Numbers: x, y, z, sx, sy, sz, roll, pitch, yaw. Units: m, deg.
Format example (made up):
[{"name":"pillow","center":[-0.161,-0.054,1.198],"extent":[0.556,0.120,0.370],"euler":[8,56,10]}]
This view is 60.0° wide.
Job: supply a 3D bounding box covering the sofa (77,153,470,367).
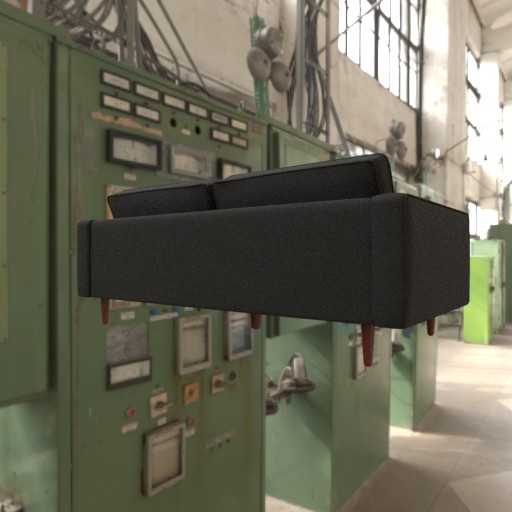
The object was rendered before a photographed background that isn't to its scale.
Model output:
[{"name":"sofa","center":[0.000,0.000,2.296],"extent":[1.875,0.759,0.914],"euler":[0,0,37]}]
